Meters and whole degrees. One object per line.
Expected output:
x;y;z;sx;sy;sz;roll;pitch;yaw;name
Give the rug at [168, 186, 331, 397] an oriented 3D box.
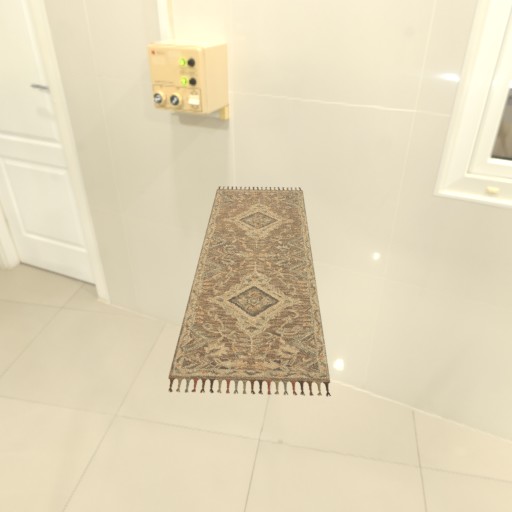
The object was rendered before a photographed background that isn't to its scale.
0.000;0.000;2.912;1.324;0.018;2.378;10;33;15;rug
